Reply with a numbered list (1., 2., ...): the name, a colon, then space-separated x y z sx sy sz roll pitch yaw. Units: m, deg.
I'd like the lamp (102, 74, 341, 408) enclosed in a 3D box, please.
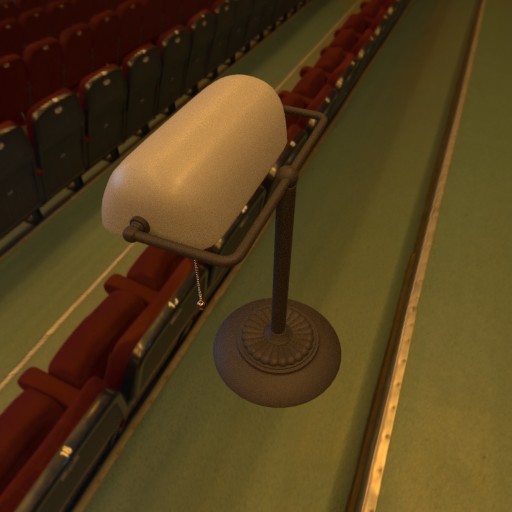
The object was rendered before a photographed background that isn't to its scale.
1. lamp: 0.000 0.000 0.511 0.243 0.339 0.264 16 47 16
